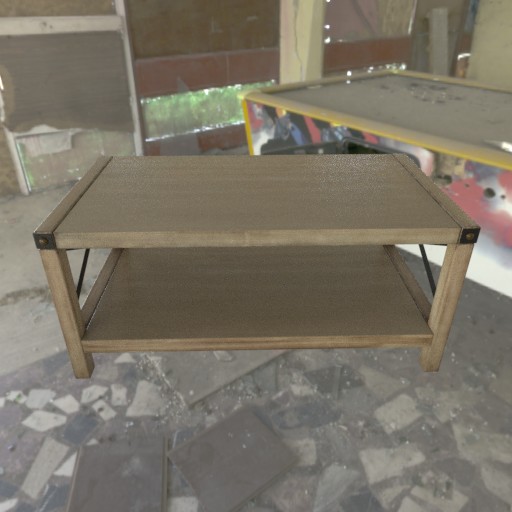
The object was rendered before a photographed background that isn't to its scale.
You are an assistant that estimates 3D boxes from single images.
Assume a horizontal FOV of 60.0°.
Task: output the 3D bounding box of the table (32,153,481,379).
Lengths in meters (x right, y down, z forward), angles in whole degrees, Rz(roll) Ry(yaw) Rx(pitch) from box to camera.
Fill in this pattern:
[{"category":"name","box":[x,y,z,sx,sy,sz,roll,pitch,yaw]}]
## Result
[{"category":"table","box":[0.000,0.000,1.336,1.016,0.456,0.559,-1,30,-1]}]
